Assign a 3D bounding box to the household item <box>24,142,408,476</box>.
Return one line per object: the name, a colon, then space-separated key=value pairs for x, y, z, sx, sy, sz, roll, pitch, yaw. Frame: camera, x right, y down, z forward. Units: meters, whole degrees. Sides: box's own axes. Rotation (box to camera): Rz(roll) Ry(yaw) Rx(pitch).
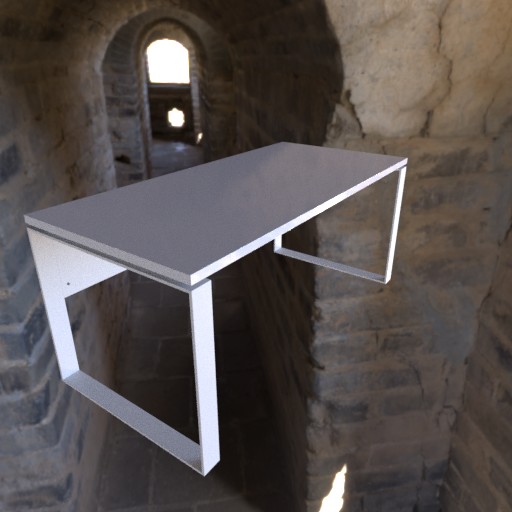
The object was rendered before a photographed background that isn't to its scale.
household item: x=0.000 y=0.000 z=2.136 sx=0.800 sy=0.745 sz=1.700 roll=17 pitch=30 yaw=32
